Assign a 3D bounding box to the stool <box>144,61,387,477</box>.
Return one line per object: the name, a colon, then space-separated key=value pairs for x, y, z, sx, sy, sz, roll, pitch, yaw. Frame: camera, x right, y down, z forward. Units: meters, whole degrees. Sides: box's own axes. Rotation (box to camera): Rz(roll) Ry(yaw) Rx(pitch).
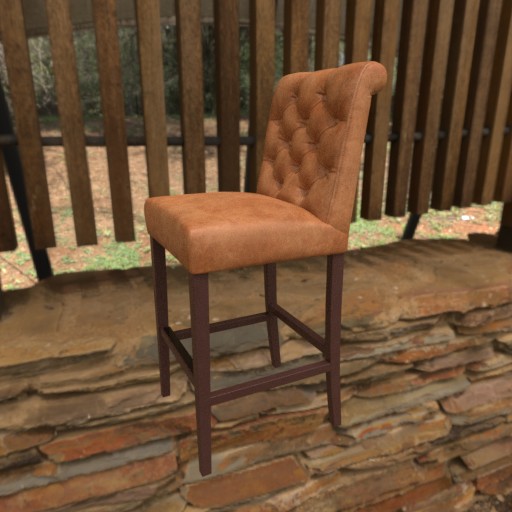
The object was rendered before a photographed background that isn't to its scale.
stool: x=0.000 y=0.000 z=1.427 sx=0.601 sy=1.140 sz=0.493 roll=-8 pitch=19 yaw=-25
